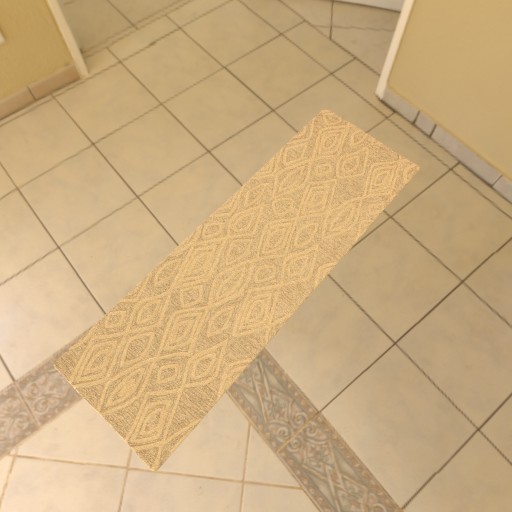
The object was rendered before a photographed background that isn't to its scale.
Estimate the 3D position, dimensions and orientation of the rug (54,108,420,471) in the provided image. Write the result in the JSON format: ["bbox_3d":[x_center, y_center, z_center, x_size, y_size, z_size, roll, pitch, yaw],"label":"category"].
[{"bbox_3d":[0.000,0.000,2.678,0.807,0.013,2.436,38,70,16],"label":"rug"}]
